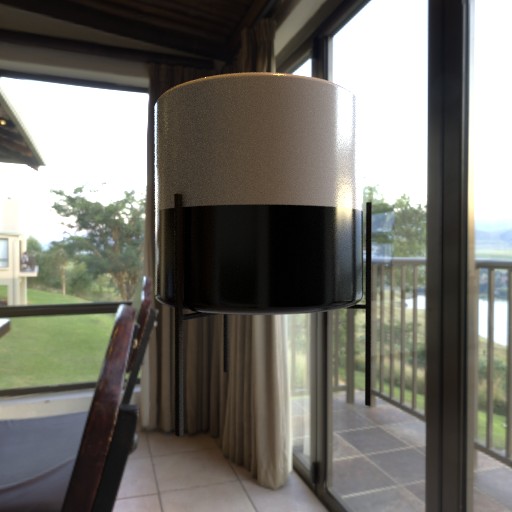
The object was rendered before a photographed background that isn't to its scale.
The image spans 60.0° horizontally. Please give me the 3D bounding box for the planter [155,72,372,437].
[{"bbox_3d":[0.000,0.000,0.662,0.310,0.432,0.310,-1,2,-37],"label":"planter"}]
